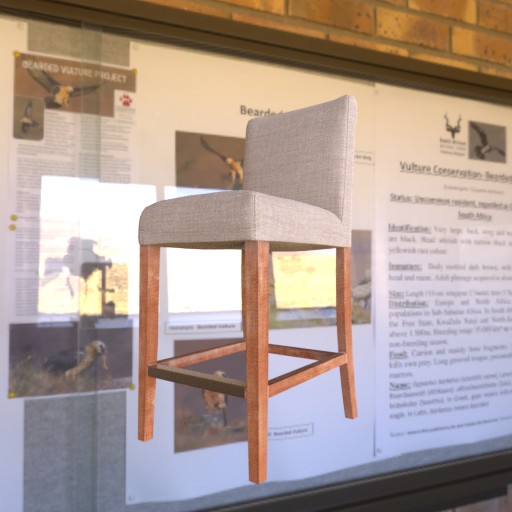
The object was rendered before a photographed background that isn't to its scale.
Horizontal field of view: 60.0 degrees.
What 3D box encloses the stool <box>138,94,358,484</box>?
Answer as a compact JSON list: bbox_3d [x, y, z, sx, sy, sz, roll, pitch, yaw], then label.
[{"bbox_3d":[0.000,0.000,1.343,0.454,1.039,0.567,-1,-1,37],"label":"stool"}]
